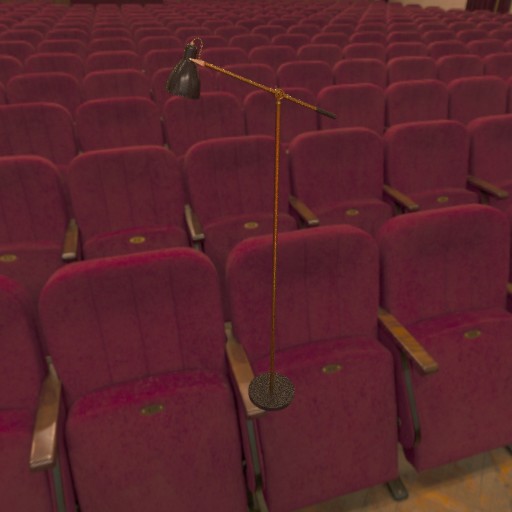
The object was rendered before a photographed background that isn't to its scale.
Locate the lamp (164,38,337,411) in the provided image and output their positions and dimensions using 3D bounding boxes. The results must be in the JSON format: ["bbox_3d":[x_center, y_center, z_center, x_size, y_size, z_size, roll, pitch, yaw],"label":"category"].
[{"bbox_3d":[0.000,0.000,1.833,0.618,1.628,0.235,-8,31,-14],"label":"lamp"}]
